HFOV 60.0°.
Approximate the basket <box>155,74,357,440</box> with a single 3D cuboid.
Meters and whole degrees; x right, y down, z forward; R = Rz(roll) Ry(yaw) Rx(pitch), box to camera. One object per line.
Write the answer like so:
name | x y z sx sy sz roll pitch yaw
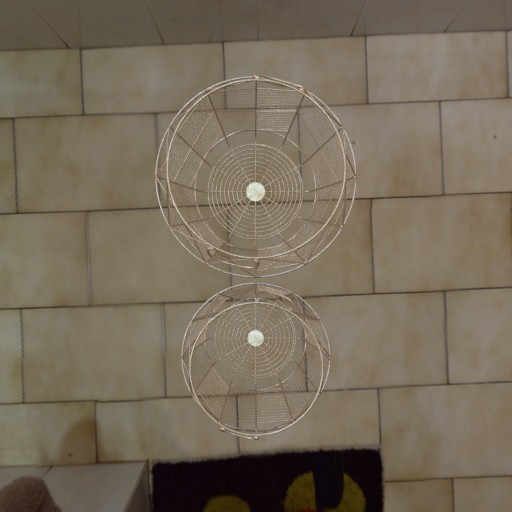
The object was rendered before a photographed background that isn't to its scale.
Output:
basket | 0.000 0.000 1.067 0.451 0.343 0.805 0 91 0
